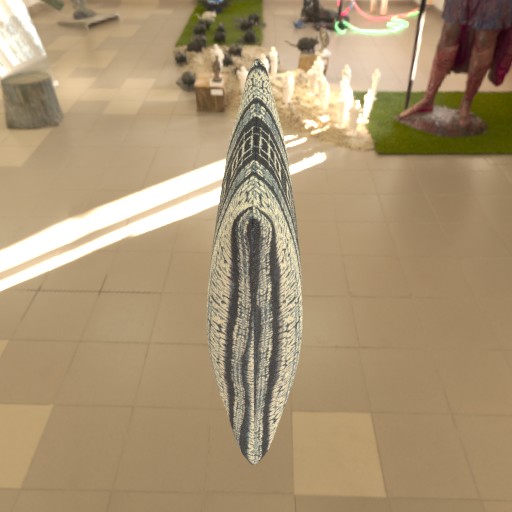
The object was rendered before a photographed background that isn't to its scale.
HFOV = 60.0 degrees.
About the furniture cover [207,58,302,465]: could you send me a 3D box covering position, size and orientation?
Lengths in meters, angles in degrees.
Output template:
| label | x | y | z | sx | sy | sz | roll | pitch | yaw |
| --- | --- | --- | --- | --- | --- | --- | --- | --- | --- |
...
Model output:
| label | x | y | z | sx | sy | sz | roll | pitch | yaw |
| --- | --- | --- | --- | --- | --- | --- | --- | --- | --- |
| furniture cover | 0.000 | 0.000 | 0.656 | 0.133 | 0.435 | 0.425 | 1 | 41 | 1 |
